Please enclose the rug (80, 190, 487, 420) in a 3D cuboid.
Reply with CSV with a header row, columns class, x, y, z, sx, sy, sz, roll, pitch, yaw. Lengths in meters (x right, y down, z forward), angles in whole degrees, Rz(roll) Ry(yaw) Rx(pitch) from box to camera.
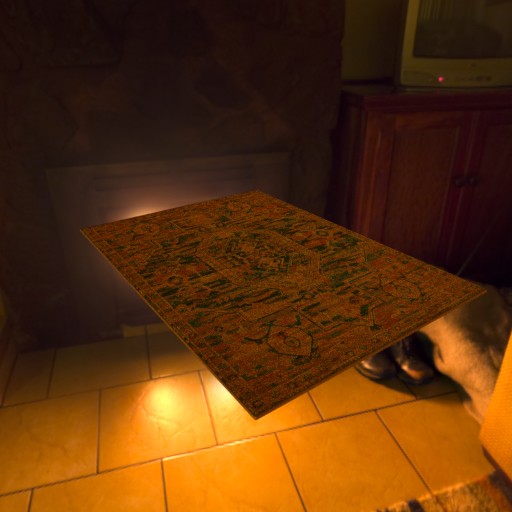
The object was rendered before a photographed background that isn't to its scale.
class,x,y,z,sx,sy,sz,roll,pitch,yaw
rug,0.000,0.000,2.851,1.588,0.024,2.204,-18,31,-31
